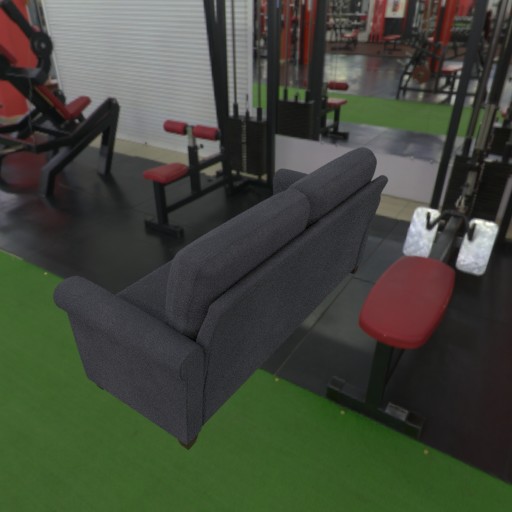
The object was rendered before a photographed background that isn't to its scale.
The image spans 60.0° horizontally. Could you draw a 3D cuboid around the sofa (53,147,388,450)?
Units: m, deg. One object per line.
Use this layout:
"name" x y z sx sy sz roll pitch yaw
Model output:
"sofa" 0.000 0.000 2.482 0.842 0.942 1.935 19 35 30
